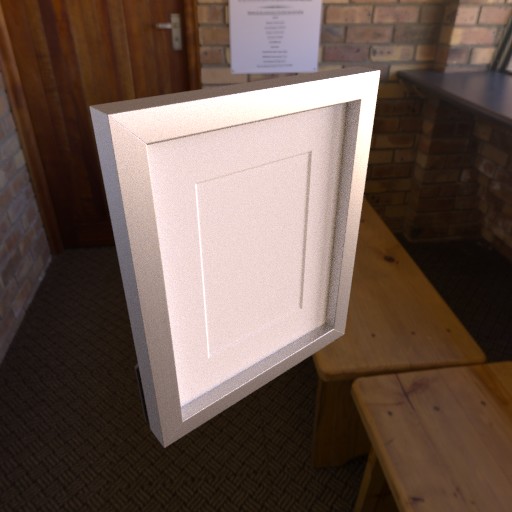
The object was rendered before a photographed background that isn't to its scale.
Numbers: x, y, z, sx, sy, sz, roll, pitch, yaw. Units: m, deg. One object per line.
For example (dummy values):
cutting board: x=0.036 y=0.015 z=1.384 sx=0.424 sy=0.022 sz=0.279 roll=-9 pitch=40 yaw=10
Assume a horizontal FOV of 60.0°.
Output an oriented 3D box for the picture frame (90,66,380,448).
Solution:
picture frame: x=0.000 y=0.000 z=0.383 sx=0.233 sy=0.282 sz=0.036 roll=-23 pitch=38 yaw=-33
